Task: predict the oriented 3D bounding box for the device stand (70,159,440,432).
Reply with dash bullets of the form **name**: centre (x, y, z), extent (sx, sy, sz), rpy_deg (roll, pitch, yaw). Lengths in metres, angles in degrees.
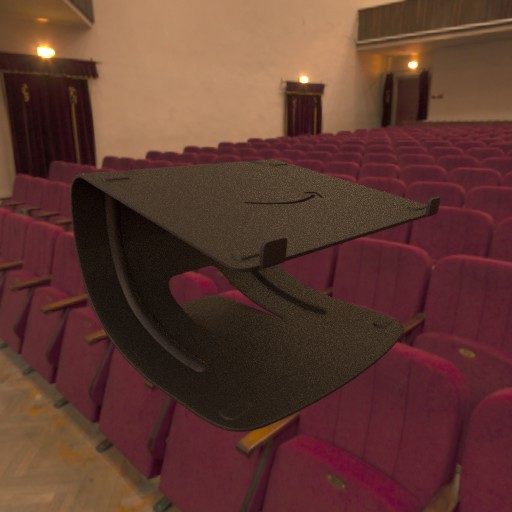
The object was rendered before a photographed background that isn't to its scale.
- **device stand**: centre (0.000, 0.000, 0.410), extent (0.236, 0.155, 0.256), rpy_deg (15, 22, 42)
